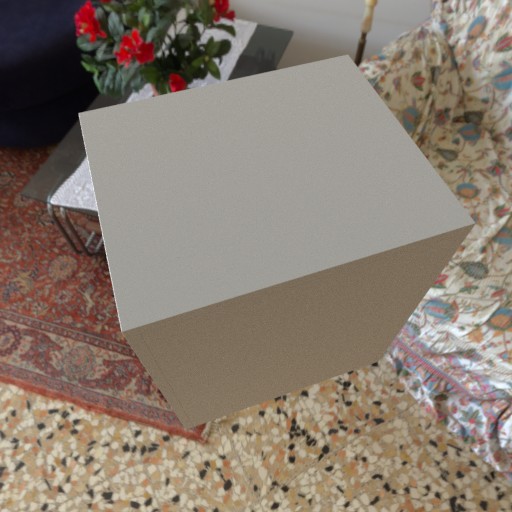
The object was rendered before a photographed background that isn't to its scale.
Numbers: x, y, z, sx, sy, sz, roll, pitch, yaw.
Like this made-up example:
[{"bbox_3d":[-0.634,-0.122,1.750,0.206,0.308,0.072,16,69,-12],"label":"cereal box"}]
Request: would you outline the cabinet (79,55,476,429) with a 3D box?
[{"bbox_3d":[0.000,0.000,0.754,0.400,0.470,0.360,-16,59,-10],"label":"cabinet"}]
